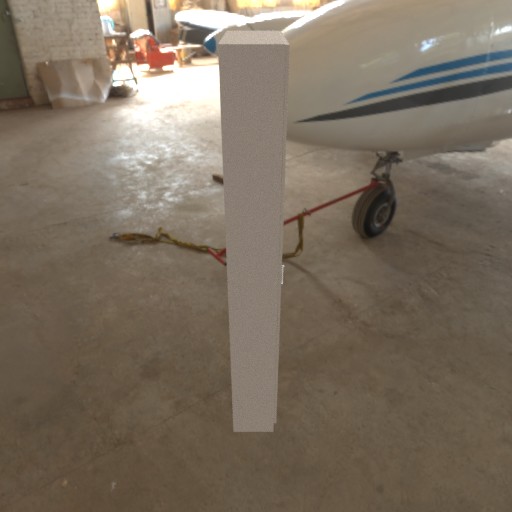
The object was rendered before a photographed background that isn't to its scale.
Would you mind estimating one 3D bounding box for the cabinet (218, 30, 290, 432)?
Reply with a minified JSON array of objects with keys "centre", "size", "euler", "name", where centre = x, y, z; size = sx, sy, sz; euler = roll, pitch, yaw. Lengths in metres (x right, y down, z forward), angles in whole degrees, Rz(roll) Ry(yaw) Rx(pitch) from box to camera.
[{"centre":[0.000,0.000,2.010],"size":[0.230,1.790,0.500],"euler":[0,31,0],"name":"cabinet"}]
